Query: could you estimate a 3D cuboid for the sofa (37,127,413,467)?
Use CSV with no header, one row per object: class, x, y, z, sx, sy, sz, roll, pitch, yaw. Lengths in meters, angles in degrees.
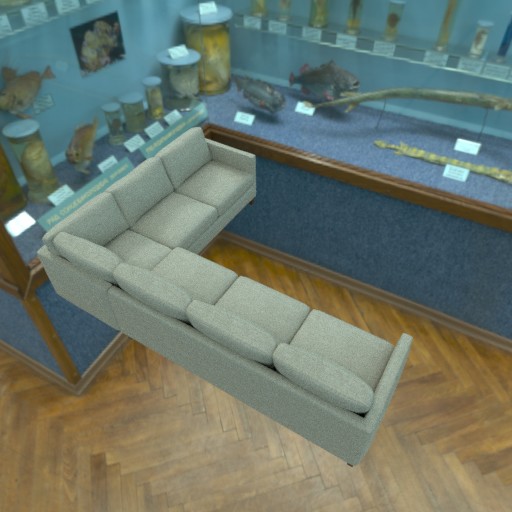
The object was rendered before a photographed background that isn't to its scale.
sofa,0.000,0.000,4.426,3.333,0.934,2.522,23,50,21
